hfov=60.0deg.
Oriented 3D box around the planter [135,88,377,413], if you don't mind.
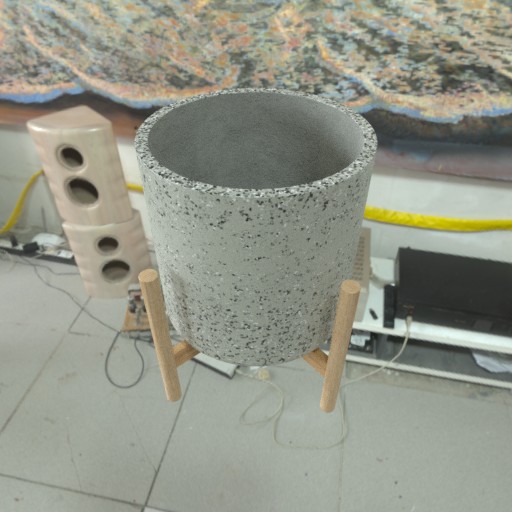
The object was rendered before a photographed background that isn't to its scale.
[{"bbox_3d":[0.000,0.000,0.701,0.360,0.419,0.360,-12,42,-14],"label":"planter"}]
